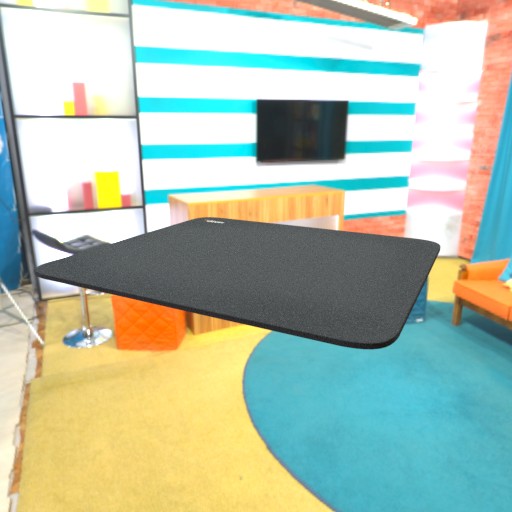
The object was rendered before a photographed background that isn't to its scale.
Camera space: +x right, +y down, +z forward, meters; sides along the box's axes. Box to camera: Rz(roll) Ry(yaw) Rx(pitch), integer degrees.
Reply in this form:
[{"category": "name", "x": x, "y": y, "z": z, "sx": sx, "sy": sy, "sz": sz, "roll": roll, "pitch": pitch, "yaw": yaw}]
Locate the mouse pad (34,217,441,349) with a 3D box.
[{"category": "mouse pad", "x": 0.000, "y": 0.000, "z": 0.316, "sx": 0.229, "sy": 0.003, "sz": 0.203, "roll": 8, "pitch": 18, "yaw": 27}]
